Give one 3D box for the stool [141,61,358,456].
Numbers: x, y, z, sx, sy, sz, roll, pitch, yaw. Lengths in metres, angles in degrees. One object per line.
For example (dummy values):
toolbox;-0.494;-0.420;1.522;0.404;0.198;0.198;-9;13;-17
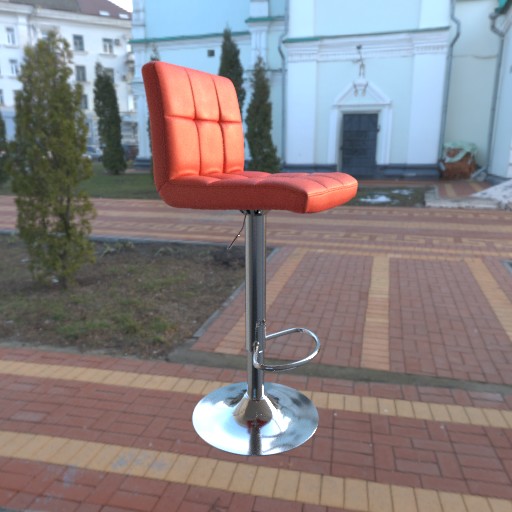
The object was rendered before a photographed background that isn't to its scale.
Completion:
stool;0.000;0.000;1.373;0.505;1.115;0.430;7;15;28
